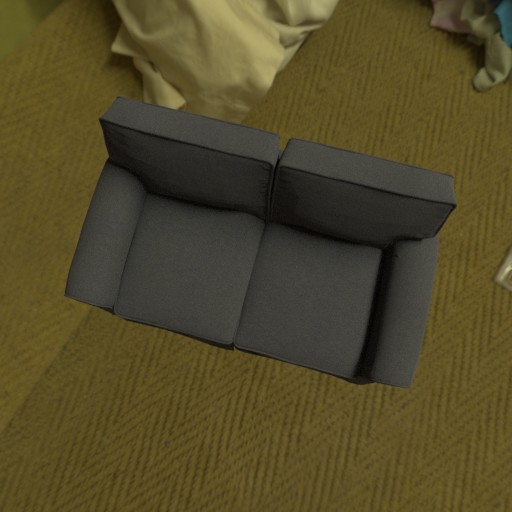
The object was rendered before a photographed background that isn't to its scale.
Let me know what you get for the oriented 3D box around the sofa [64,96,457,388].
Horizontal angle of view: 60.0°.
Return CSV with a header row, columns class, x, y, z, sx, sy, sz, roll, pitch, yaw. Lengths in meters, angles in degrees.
class,x,y,z,sx,sy,sz,roll,pitch,yaw
sofa,0.000,0.000,2.359,1.801,1.059,0.997,14,76,4
